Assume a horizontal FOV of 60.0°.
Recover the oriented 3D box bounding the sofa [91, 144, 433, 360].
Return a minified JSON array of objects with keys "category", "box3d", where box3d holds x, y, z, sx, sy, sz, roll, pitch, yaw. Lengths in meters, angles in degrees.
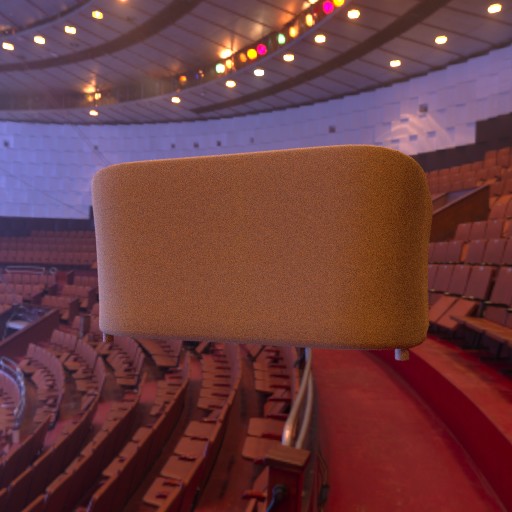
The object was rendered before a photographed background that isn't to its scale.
[{"category":"sofa","box3d":[0.000,0.000,1.890,1.452,0.721,0.705,0,-1,18]}]
